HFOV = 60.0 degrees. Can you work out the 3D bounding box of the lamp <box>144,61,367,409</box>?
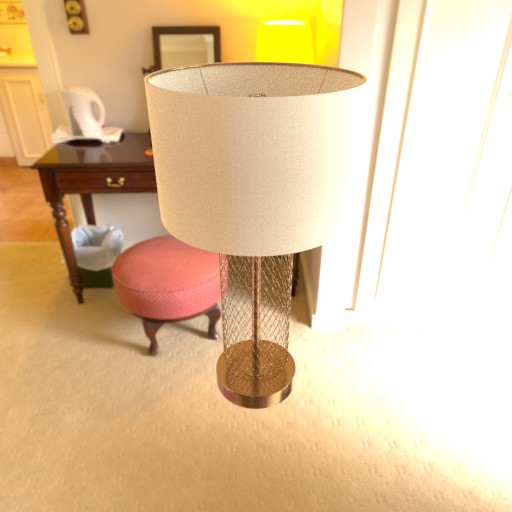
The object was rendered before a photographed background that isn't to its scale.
[{"bbox_3d":[0.000,0.000,0.634,0.252,0.483,0.252,-22,37,-33],"label":"lamp"}]
